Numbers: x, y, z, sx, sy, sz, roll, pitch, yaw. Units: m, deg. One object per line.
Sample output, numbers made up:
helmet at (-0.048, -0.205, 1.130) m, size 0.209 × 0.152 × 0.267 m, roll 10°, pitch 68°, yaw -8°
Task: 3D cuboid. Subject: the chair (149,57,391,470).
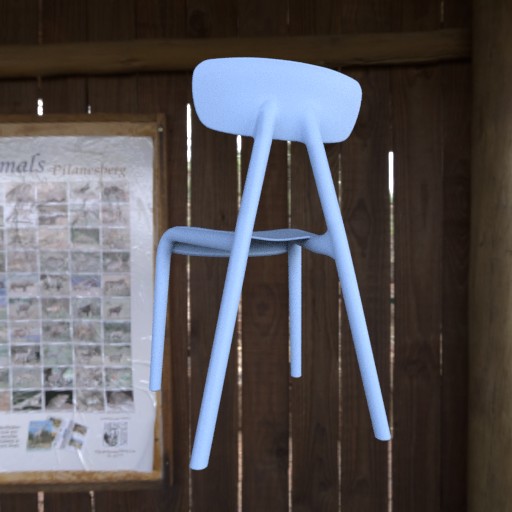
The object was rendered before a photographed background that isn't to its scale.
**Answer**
chair at (0.000, 0.000, 0.832) m, size 0.356 × 0.580 × 0.401 m, roll 0°, pitch 0°, yaw -19°
